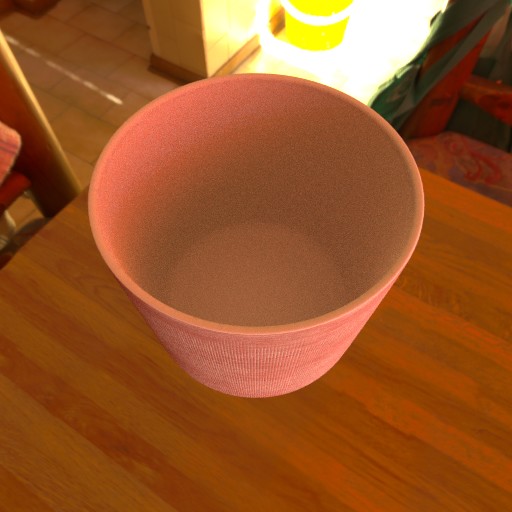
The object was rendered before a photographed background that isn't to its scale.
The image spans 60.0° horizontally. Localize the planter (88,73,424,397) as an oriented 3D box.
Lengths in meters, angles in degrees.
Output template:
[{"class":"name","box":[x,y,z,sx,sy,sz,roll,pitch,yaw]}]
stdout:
[{"class":"planter","box":[0.000,0.000,0.758,0.440,0.398,0.440,0,59,0]}]
